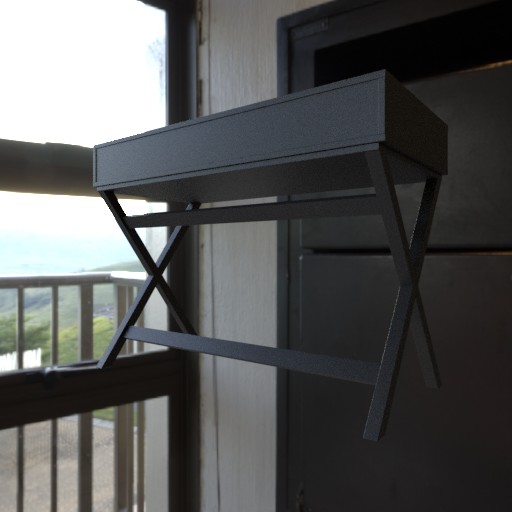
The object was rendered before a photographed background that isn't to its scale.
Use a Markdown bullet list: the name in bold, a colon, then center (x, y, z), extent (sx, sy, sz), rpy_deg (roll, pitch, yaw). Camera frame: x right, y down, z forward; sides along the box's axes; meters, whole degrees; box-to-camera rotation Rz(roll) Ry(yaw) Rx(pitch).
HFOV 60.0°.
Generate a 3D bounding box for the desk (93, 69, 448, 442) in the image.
- **desk**: center (0.000, 0.000, 1.443), extent (1.057, 0.780, 0.504), rpy_deg (0, 0, 37)
